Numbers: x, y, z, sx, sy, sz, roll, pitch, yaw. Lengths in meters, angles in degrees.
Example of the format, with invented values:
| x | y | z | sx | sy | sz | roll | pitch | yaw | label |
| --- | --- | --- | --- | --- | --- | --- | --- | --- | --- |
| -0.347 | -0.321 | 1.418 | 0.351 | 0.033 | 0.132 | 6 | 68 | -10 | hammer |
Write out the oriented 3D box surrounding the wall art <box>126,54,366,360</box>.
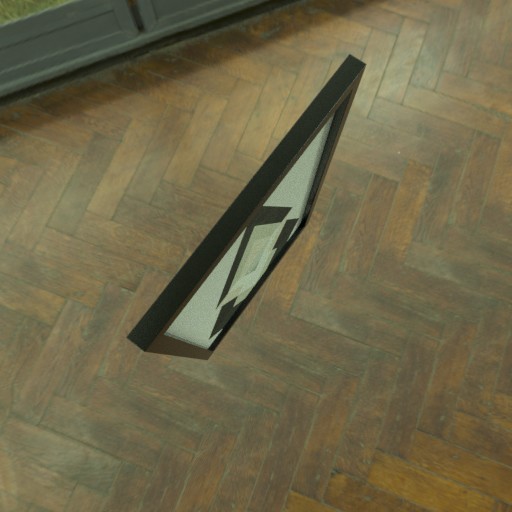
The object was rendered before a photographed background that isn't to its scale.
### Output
| x | y | z | sx | sy | sz | roll | pitch | yaw | label |
| --- | --- | --- | --- | --- | --- | --- | --- | --- | --- |
| 0.000 | 0.000 | 0.591 | 0.019 | 0.455 | 0.314 | 35 | 79 | 8 | wall art |
